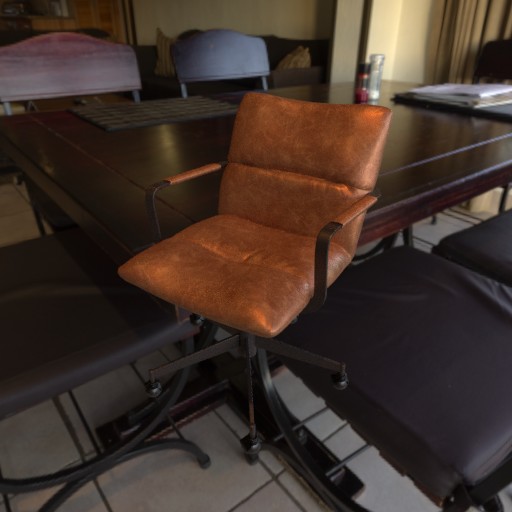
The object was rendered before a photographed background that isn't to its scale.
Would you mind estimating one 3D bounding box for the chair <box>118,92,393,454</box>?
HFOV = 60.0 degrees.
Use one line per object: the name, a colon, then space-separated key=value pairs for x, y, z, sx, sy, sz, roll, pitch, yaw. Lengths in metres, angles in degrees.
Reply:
chair: x=0.000 y=0.000 z=1.495 sx=0.727 sy=0.922 sz=0.754 roll=17 pitch=33 yaw=28
